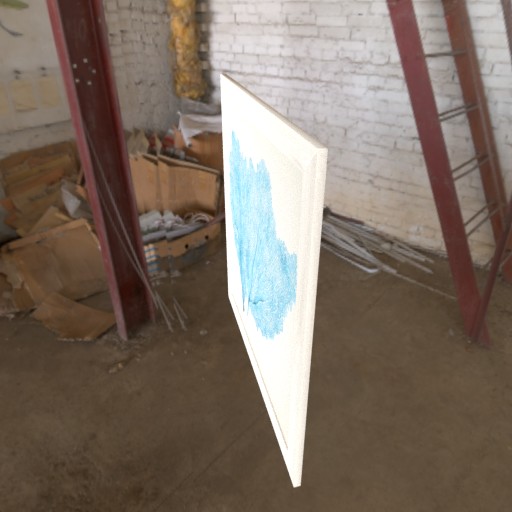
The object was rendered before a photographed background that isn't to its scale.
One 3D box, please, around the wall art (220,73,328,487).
[{"bbox_3d":[0.000,0.000,0.857,0.013,0.584,0.584,-7,31,-12],"label":"wall art"}]
